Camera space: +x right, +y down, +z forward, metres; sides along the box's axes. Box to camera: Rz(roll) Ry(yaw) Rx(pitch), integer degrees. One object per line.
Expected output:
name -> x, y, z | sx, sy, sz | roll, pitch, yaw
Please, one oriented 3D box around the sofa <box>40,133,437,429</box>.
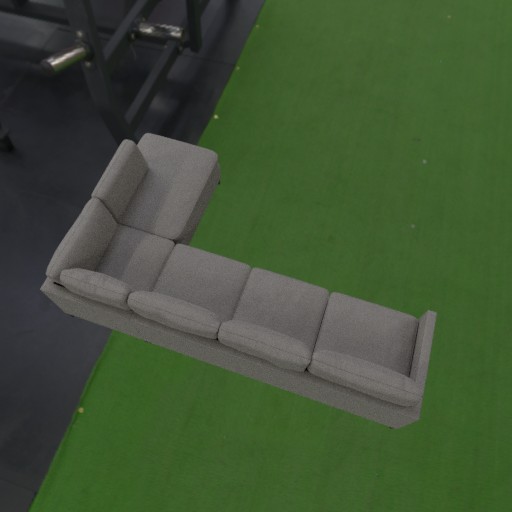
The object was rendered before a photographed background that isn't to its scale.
sofa -> 0.000, 0.000, 4.260 | 3.331, 0.964, 2.077 | 17, 64, 9
